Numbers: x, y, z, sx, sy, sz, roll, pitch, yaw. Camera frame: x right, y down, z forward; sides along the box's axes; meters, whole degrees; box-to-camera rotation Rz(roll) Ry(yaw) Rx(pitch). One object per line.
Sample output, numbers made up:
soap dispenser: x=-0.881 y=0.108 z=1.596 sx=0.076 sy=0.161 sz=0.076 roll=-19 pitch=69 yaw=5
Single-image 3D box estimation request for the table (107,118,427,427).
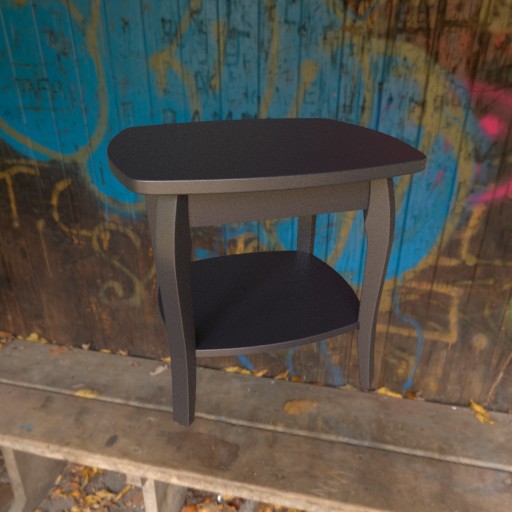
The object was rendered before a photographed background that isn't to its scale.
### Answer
table: x=0.000 y=0.000 z=0.885 sx=0.508 sy=0.457 sz=0.457 roll=-7 pitch=27 yaw=-14
